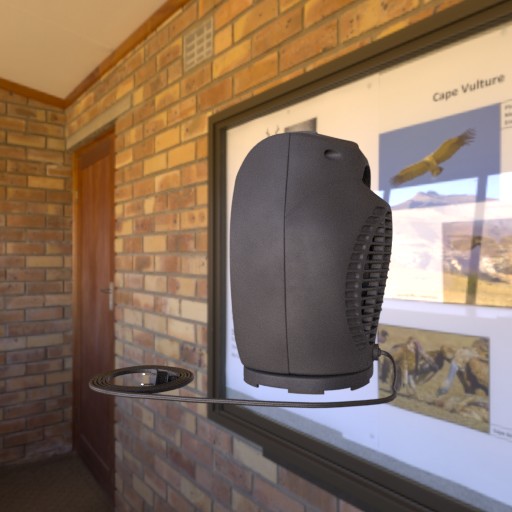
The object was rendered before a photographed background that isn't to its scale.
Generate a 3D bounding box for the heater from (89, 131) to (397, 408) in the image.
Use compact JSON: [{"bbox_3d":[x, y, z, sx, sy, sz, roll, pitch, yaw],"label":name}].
[{"bbox_3d":[0.000,0.000,0.478,0.291,0.255,0.239,0,0,19],"label":"heater"}]
